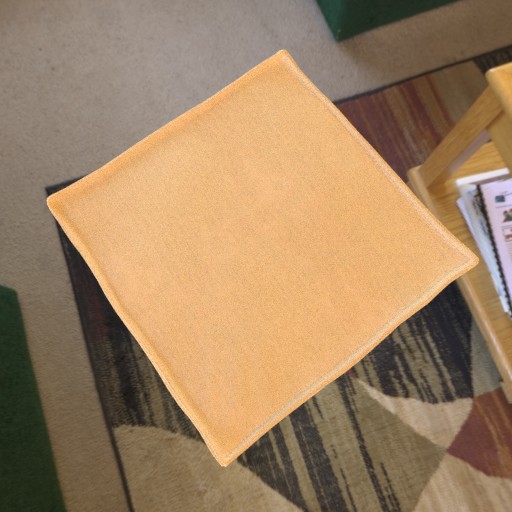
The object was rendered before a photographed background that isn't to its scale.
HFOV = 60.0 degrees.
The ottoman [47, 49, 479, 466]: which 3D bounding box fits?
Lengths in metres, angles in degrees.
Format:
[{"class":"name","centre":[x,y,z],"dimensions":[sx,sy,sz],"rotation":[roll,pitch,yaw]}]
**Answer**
[{"class":"ottoman","centre":[0.000,0.000,1.152],"dimensions":[0.696,0.470,0.707],"rotation":[-36,79,-8]}]
